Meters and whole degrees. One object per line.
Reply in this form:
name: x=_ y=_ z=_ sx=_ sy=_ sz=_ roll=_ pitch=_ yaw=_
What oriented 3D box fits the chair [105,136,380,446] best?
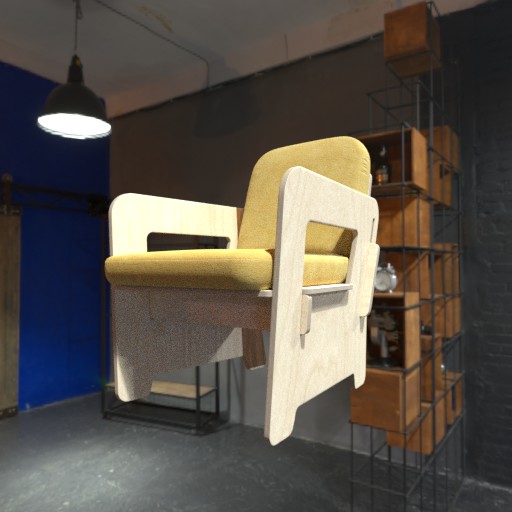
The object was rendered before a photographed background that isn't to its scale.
chair: x=0.000 y=0.000 z=1.291 sx=0.590 sy=0.800 sz=0.710 roll=-1 pitch=-2 yaw=37
